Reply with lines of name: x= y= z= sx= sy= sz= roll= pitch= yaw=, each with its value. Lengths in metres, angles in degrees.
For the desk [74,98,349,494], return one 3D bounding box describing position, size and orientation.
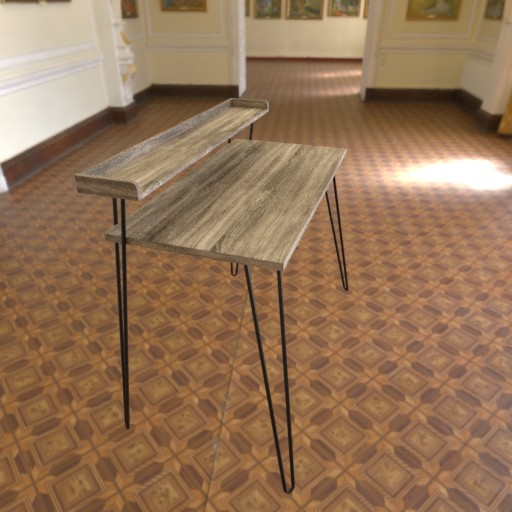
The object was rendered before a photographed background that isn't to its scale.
desk: x=0.000 y=0.000 z=1.620 sx=0.605 sy=0.899 sz=1.135 roll=9 pitch=31 yaw=16
